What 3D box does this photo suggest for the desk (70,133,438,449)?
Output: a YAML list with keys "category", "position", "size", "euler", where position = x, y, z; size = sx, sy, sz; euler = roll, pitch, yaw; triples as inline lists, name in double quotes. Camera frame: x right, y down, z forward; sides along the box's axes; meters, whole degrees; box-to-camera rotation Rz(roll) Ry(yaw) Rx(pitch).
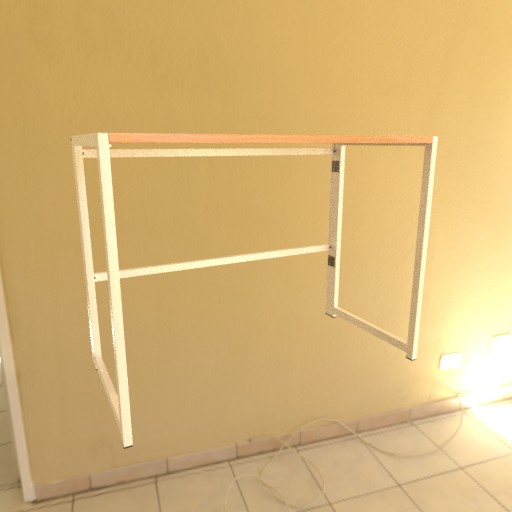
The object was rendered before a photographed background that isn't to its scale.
- category: "desk"
  position: [0.000, 0.000, 1.459]
  size: [1.016, 0.762, 0.508]
  euler: [-7, 16, -27]
